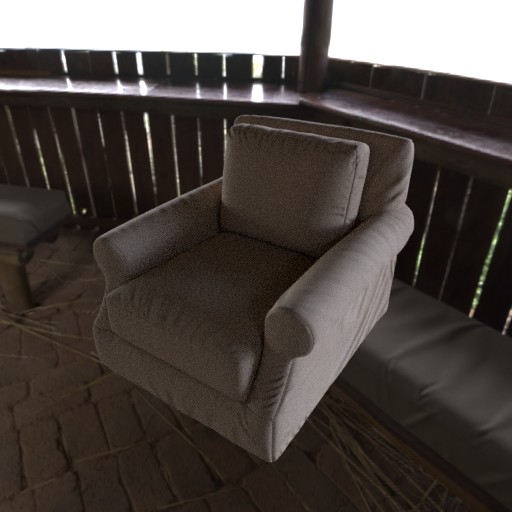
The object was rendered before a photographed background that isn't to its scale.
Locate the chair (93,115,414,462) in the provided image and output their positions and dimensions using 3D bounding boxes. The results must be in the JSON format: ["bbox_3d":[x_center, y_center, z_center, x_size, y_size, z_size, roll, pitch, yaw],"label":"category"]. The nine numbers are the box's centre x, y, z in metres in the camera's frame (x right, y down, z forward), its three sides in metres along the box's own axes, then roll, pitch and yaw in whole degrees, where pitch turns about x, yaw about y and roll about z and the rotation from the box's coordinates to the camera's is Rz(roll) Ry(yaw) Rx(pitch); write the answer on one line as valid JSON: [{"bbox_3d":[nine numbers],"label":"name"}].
[{"bbox_3d":[0.000,0.000,1.741,0.940,0.866,1.066,18,34,29],"label":"chair"}]
